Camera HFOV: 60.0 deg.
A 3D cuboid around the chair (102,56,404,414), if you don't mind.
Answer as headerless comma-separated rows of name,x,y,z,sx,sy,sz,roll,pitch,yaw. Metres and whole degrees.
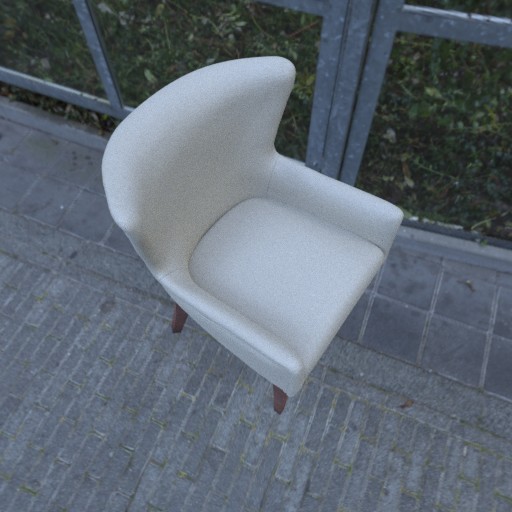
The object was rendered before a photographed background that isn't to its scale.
chair,0.000,0.000,1.424,0.686,0.952,0.660,32,64,18
